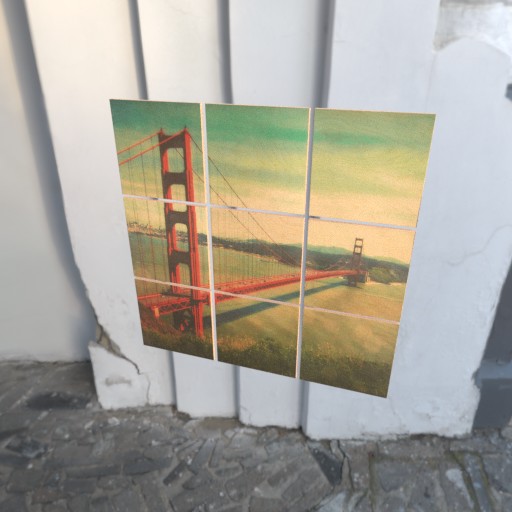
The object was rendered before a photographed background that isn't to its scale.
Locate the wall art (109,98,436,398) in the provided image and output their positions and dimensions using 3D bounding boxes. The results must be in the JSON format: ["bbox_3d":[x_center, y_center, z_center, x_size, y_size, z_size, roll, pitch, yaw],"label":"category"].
[{"bbox_3d":[0.000,0.000,1.860,1.217,1.207,0.016,8,28,16],"label":"wall art"}]
